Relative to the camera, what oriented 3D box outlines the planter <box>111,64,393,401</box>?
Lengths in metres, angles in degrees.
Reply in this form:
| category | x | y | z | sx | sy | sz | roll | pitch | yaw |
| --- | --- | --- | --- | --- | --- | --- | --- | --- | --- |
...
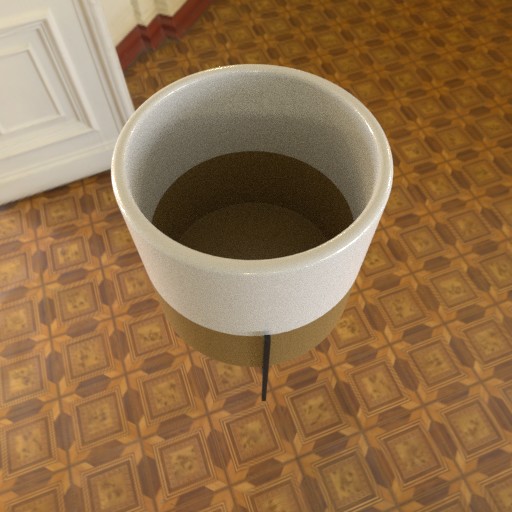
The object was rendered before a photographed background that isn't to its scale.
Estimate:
| category | x | y | z | sx | sy | sz | roll | pitch | yaw |
| --- | --- | --- | --- | --- | --- | --- | --- | --- | --- |
| planter | 0.000 | 0.000 | 0.656 | 0.310 | 0.432 | 0.310 | -18 | 61 | -11 |
